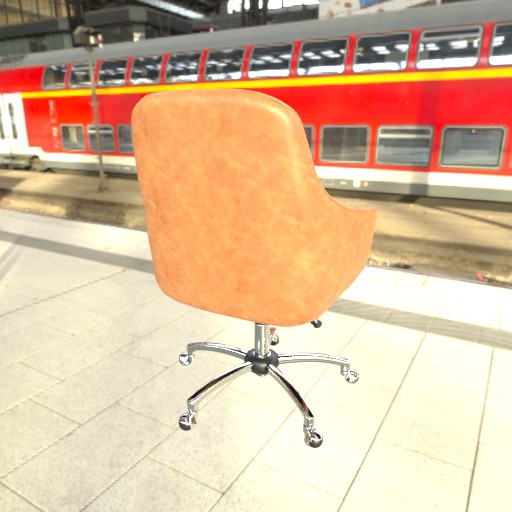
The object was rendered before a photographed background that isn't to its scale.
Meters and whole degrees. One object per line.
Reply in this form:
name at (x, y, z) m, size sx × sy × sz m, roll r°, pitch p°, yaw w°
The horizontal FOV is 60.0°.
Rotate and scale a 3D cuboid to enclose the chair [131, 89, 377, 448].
chair at (0.000, 0.000, 1.331) m, size 0.628 × 0.909 × 0.615 m, roll 9°, pitch 19°, yaw 27°
